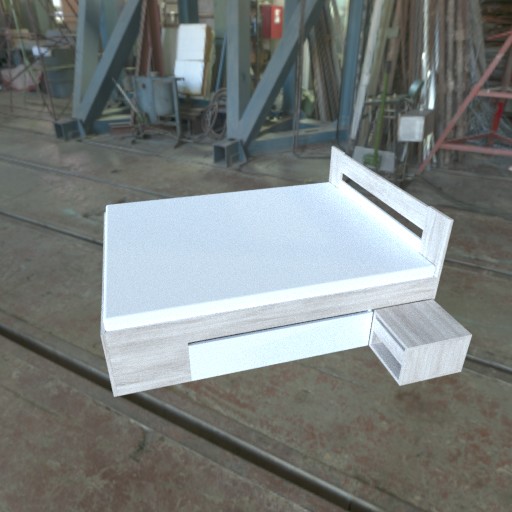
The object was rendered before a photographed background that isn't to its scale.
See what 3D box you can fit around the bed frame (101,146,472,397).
[{"bbox_3d":[0.000,0.000,3.105,2.050,0.860,2.040,-8,30,-14],"label":"bed frame"}]
